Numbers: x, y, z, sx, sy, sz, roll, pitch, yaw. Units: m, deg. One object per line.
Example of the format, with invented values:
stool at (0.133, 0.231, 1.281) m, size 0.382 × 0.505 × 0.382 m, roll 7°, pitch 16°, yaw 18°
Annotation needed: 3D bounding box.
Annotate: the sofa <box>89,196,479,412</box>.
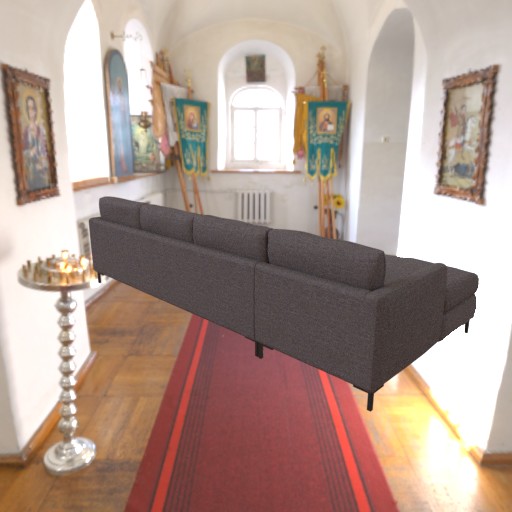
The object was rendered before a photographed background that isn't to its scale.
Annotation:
sofa at (0.000, 0.000, 3.245) m, size 2.731 × 0.754 × 1.258 m, roll 14°, pitch 21°, yaw 42°
